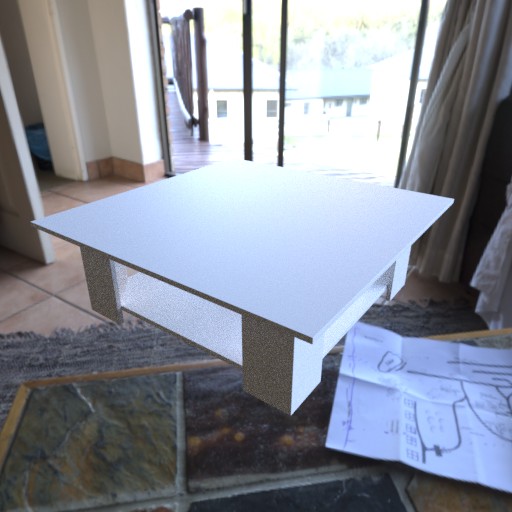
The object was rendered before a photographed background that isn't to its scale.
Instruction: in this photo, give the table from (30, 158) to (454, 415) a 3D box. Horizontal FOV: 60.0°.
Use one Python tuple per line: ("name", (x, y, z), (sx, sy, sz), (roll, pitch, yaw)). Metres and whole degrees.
("table", (0.000, 0.000, 1.372), (0.890, 0.305, 0.890), (18, 31, 32))
